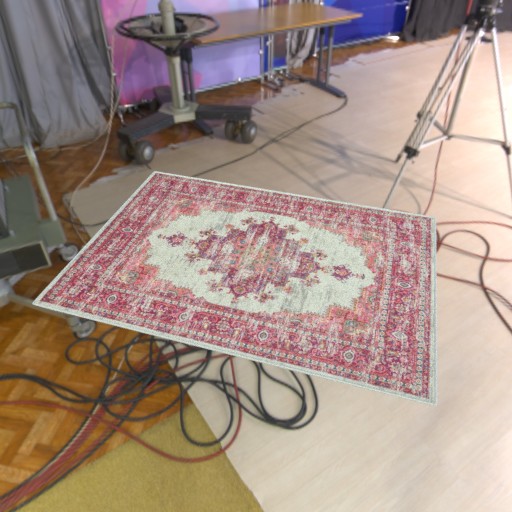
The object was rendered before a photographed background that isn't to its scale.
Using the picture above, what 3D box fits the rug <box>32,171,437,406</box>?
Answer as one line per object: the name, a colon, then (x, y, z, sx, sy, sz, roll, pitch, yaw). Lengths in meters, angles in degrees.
rug: (0.000, 0.000, 2.867, 2.232, 0.011, 1.555, 11, 42, 13)
